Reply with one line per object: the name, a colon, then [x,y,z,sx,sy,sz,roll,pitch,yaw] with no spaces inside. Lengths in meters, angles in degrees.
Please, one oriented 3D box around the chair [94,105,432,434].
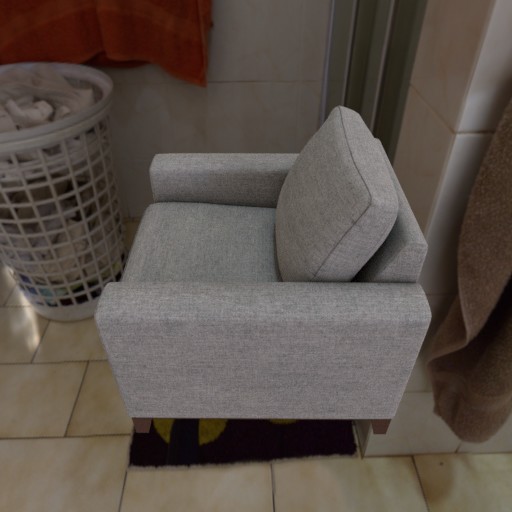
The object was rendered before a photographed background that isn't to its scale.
chair: [0.000,0.000,1.802,1.038,1.010,1.024,0,40,0]
